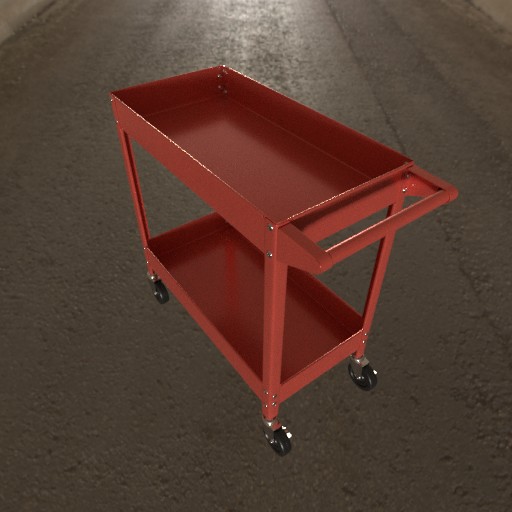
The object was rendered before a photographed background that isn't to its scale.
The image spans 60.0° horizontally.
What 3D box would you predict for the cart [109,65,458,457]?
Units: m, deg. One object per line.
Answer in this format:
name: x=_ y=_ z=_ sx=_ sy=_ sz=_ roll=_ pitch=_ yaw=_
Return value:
cart: x=0.000 y=0.000 z=1.176 sx=0.366 sy=0.719 sz=0.779 roll=-26 pitch=48 yaw=-26
